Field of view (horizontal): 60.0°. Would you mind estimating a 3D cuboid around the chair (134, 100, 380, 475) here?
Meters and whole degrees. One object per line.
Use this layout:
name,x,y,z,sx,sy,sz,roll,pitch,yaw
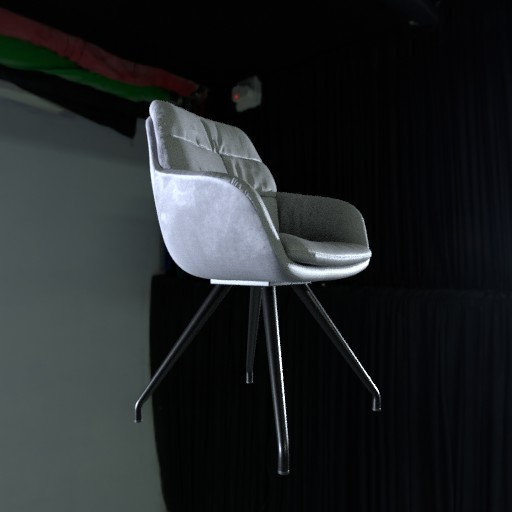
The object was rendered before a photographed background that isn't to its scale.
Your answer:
chair,0.000,0.000,1.251,0.569,0.888,0.579,0,-1,38
